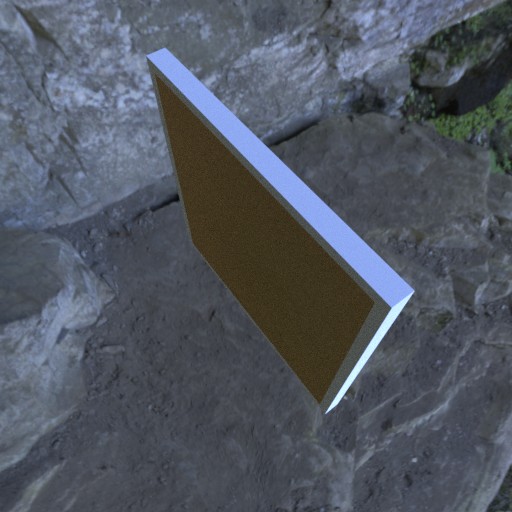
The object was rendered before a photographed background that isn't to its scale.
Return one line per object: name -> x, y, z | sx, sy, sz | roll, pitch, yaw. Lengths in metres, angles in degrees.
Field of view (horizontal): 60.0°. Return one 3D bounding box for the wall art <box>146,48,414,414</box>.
wall art -> 0.000, 0.000, 0.469 | 0.020, 0.307, 0.307 | -32, 64, -18
